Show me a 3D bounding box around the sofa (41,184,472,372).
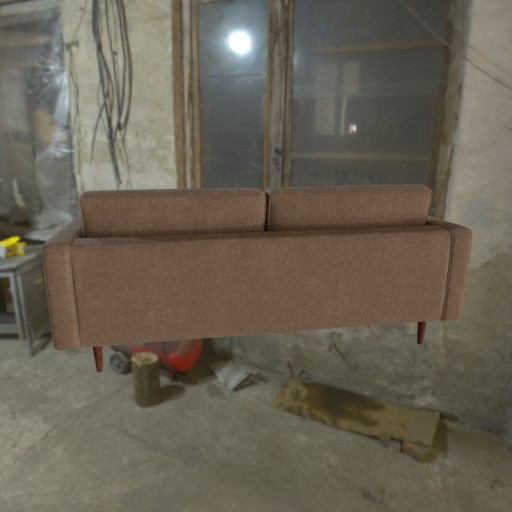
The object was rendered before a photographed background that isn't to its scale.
[{"bbox_3d":[0.000,0.000,2.323,1.883,0.769,0.920,-3,15,-10],"label":"sofa"}]
